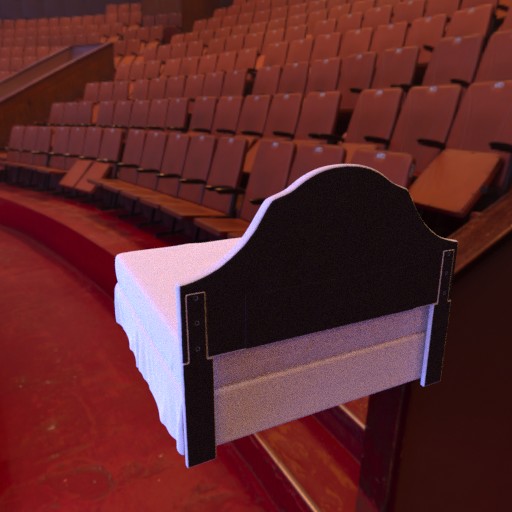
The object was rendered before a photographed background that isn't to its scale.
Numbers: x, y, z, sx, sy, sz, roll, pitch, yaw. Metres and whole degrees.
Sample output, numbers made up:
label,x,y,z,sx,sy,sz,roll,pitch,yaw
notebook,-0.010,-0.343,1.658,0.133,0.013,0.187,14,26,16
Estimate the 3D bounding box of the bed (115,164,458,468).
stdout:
label,x,y,z,sx,sy,sz,roll,pitch,yaw
bed,0.000,0.000,3.588,2.008,1.615,2.214,-8,18,-26
